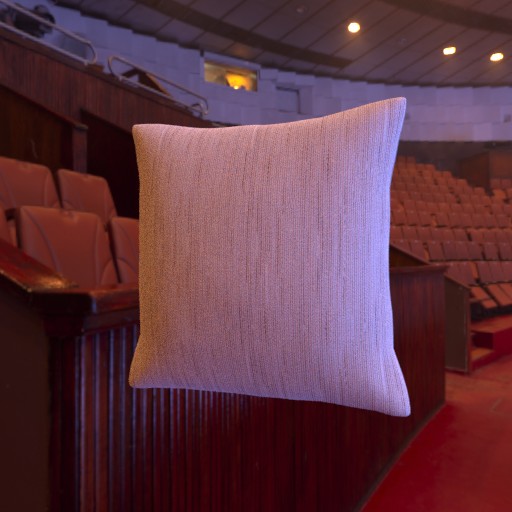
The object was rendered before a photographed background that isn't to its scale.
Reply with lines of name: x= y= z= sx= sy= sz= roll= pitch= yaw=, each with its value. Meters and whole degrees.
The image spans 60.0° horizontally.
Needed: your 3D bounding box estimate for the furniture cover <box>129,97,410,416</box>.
furniture cover: x=0.000 y=0.000 z=0.778 sx=0.512 sy=0.506 sz=0.178 roll=0 pitch=0 yaw=18
